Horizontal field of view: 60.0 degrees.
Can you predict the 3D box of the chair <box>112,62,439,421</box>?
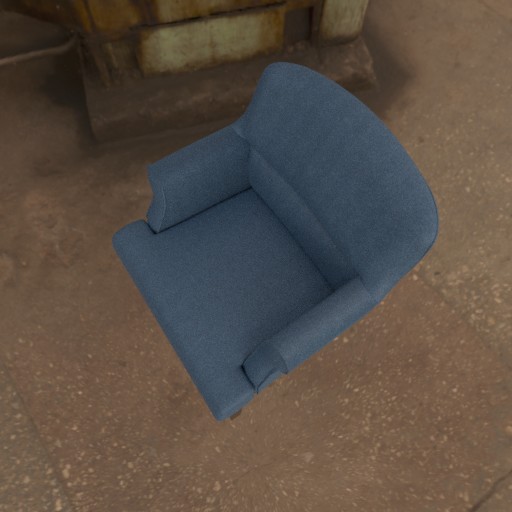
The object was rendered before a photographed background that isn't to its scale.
[{"bbox_3d":[0.000,0.000,1.451,0.754,0.878,0.770,-31,69,-14],"label":"chair"}]
